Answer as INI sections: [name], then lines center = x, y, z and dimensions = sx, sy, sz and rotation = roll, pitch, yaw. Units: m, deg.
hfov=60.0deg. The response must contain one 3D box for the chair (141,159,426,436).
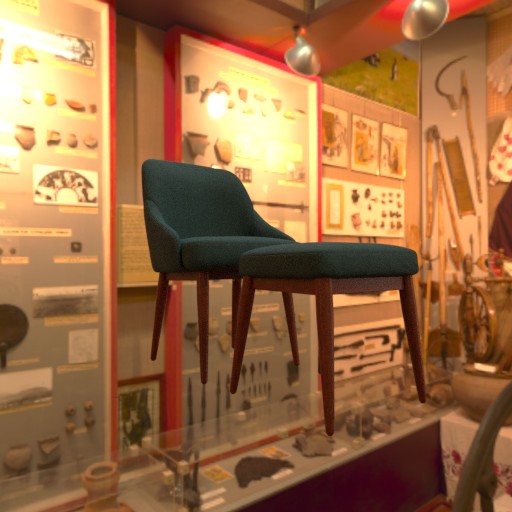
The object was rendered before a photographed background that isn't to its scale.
[chair]
center = 0.000, 0.000, 1.616
dimensions = 0.584, 0.866, 1.114
rotation = 0, 0, -37
